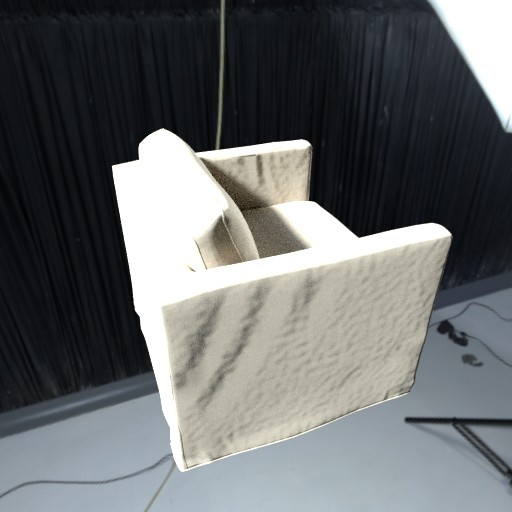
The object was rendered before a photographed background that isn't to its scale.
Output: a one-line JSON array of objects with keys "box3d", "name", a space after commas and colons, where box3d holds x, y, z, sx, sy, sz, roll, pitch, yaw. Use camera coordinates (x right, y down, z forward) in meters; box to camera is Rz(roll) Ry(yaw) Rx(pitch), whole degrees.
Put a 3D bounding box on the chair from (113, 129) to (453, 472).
[{"box3d": [0.000, 0.000, 1.761, 0.949, 0.867, 1.057, -12, 34, -18], "name": "chair"}]
